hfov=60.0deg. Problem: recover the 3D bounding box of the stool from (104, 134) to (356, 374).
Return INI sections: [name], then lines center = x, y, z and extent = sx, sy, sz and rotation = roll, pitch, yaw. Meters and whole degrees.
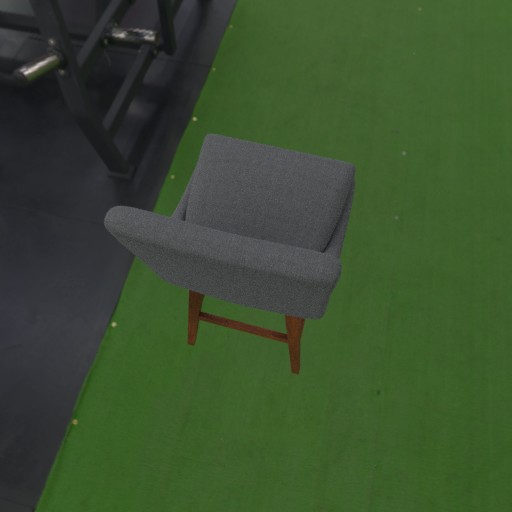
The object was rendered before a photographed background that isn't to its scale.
[stool]
center = 0.000, 0.000, 1.244
extent = 0.447, 0.977, 0.524
rotation = 14, 64, 7
